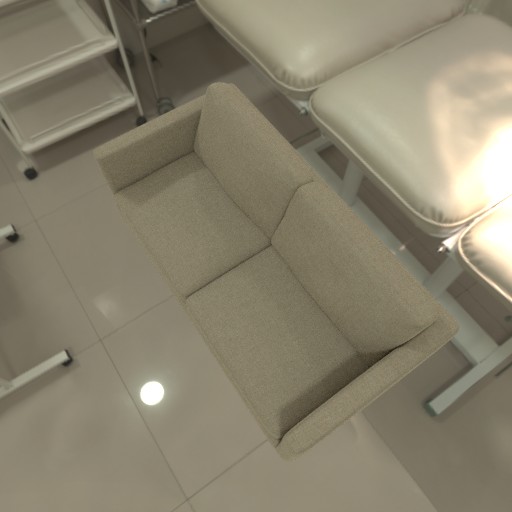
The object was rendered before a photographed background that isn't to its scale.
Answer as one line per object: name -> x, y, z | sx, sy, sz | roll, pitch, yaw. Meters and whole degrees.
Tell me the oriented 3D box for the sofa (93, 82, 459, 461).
sofa -> 0.000, 0.000, 2.432 | 0.951, 0.947, 1.884 | -32, 67, -15
